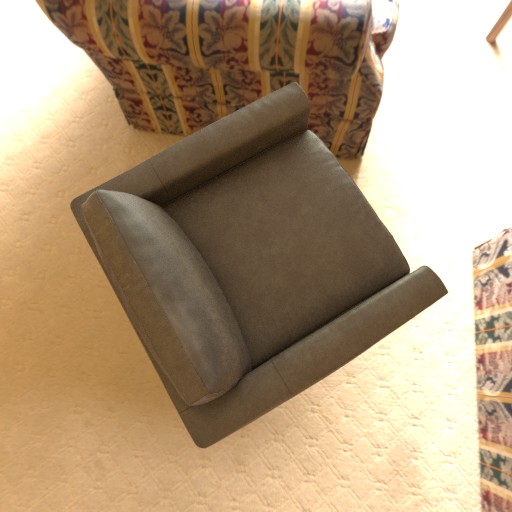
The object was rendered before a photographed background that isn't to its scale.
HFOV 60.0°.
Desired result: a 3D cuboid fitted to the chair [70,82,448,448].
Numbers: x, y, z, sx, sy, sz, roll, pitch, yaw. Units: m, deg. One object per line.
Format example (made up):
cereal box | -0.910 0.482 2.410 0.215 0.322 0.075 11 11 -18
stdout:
chair | 0.000 0.000 1.829 1.080 0.807 1.106 -30 77 -8
